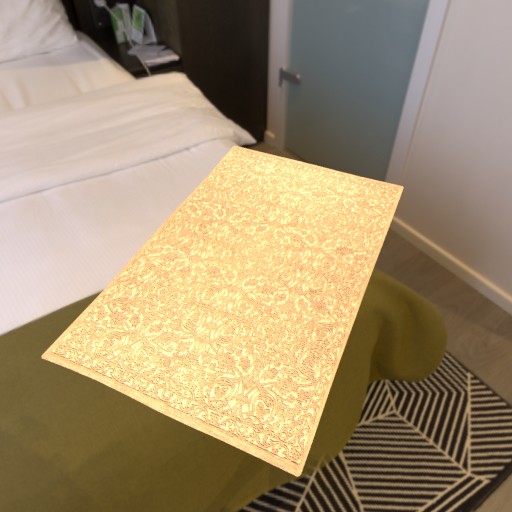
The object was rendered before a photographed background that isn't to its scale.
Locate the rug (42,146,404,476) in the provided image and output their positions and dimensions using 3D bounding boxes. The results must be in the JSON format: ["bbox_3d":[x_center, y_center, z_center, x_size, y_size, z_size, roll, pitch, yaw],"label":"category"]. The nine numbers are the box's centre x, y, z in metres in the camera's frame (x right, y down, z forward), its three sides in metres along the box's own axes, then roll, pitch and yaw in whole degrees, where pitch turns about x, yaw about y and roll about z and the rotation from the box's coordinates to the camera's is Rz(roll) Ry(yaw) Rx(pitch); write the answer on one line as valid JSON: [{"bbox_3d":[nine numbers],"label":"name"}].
[{"bbox_3d":[0.000,0.000,3.018,1.529,0.012,2.435,18,48,17],"label":"rug"}]
